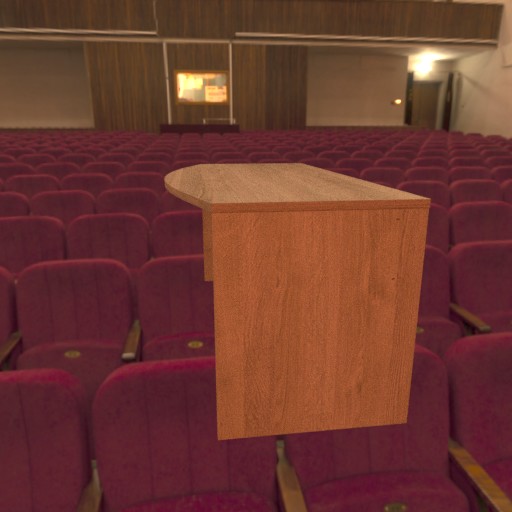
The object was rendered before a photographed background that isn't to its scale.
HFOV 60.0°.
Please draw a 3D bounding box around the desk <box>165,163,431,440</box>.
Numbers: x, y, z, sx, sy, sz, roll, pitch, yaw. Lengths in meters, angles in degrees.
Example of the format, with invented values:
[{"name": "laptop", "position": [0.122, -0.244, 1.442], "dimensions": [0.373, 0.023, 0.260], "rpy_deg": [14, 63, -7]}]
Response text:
[{"name": "desk", "position": [0.000, 0.000, 2.094], "dimensions": [0.802, 0.752, 1.600], "rpy_deg": [-2, 16, -8]}]
